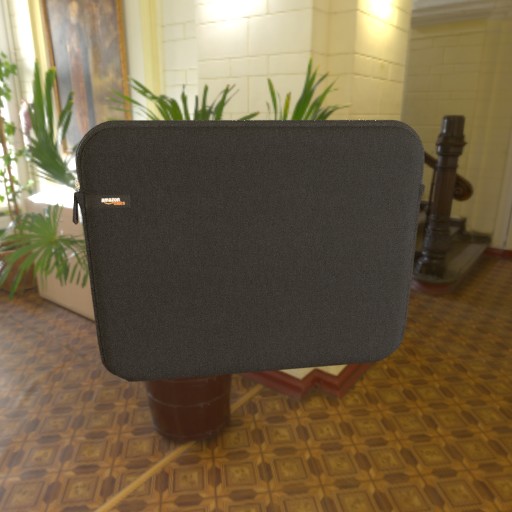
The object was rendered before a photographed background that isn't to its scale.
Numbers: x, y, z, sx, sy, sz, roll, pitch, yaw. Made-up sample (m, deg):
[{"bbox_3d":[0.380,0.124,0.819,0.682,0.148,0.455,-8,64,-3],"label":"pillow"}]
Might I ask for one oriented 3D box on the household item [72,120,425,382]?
[{"bbox_3d":[0.000,0.000,0.520,0.396,0.305,0.030,-3,18,-8],"label":"household item"}]
